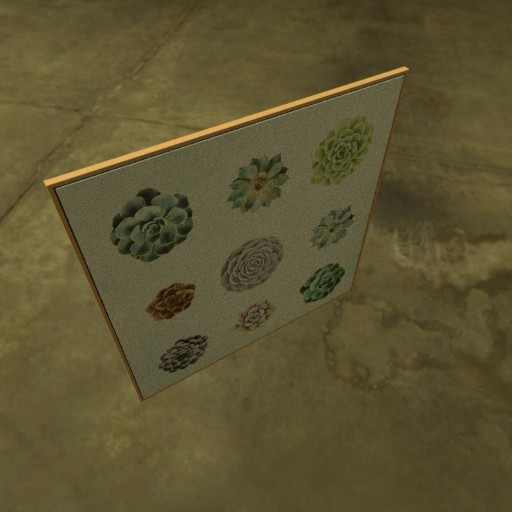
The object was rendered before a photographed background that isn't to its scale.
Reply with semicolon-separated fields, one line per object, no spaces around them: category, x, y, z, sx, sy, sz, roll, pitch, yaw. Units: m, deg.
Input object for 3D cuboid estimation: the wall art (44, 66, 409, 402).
wall art;0.000;0.000;0.946;0.657;0.655;0.014;-24;52;-21
